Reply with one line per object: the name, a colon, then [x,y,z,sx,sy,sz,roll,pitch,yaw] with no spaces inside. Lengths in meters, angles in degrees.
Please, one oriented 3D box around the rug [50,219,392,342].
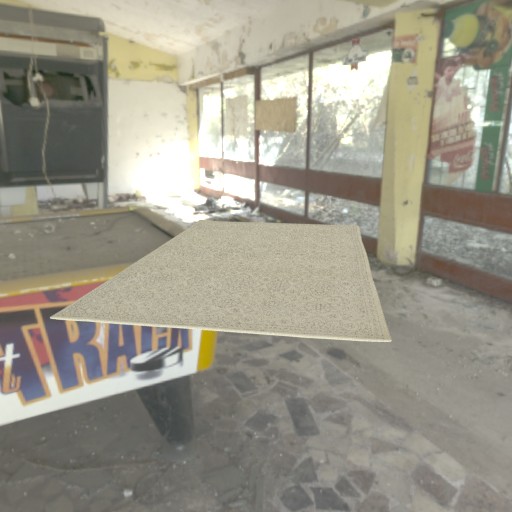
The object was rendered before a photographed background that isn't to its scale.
rug: [0.000,0.000,2.447,1.214,0.023,1.947,2,15,9]
